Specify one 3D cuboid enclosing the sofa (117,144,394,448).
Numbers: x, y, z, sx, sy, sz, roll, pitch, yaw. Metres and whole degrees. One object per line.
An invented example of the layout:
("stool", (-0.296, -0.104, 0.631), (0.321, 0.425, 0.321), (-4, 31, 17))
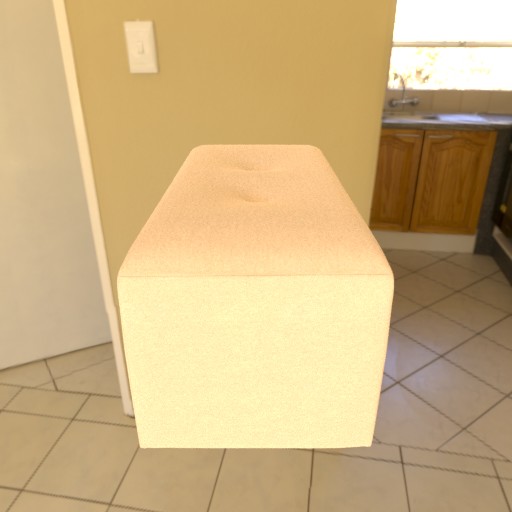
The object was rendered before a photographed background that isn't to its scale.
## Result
("sofa", (0.000, 0.000, 1.206), (0.480, 0.470, 0.930), (0, 25, 0))
